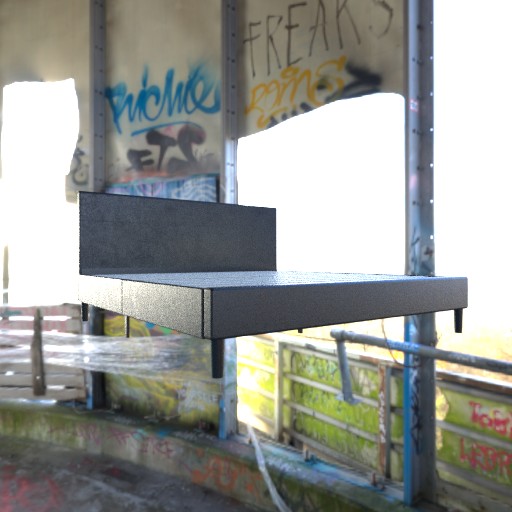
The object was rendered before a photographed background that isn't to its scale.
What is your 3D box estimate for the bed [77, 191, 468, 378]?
[{"bbox_3d":[0.000,0.000,3.300,2.018,1.046,2.152,0,0,-36],"label":"bed"}]
